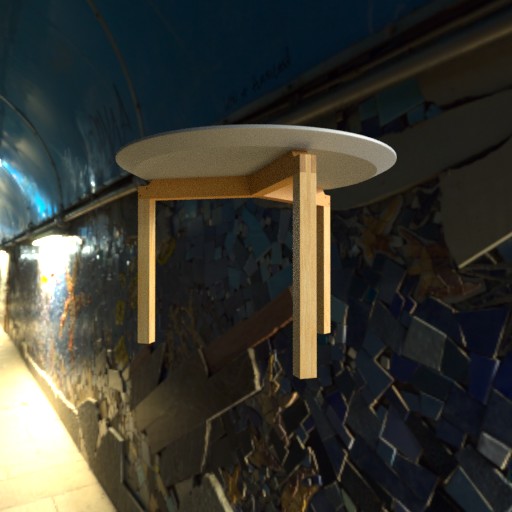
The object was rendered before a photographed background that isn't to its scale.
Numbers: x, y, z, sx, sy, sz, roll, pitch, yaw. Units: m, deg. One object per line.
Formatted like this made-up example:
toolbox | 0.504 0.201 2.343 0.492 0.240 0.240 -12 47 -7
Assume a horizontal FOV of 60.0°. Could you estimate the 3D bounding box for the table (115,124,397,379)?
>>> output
table | 0.000 0.000 0.991 0.600 0.405 0.600 0 -1 0
